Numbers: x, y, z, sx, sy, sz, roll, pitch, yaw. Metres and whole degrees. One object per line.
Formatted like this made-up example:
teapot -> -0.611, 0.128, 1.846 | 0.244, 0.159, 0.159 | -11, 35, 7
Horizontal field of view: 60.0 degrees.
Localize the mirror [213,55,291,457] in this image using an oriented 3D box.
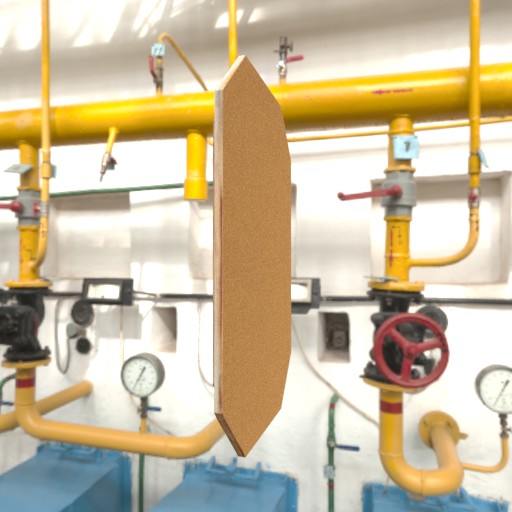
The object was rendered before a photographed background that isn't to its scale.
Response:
mirror -> 0.000, 0.000, 1.311 | 0.061, 1.015, 0.709 | 0, -1, 17
